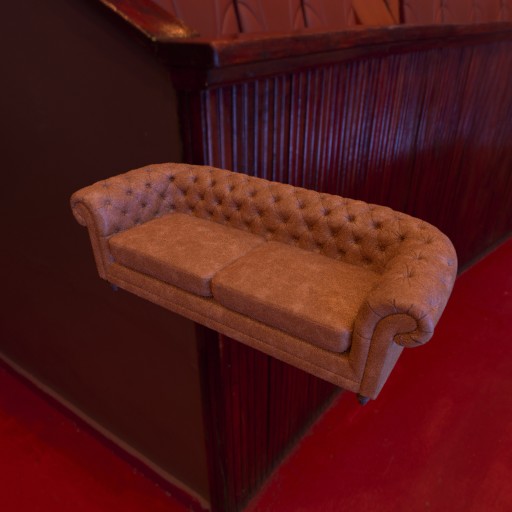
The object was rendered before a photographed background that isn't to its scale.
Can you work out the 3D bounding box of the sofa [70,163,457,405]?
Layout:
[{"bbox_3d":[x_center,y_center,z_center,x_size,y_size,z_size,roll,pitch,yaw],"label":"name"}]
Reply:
[{"bbox_3d":[0.000,0.000,2.850,2.365,0.760,0.989,18,35,28],"label":"sofa"}]
